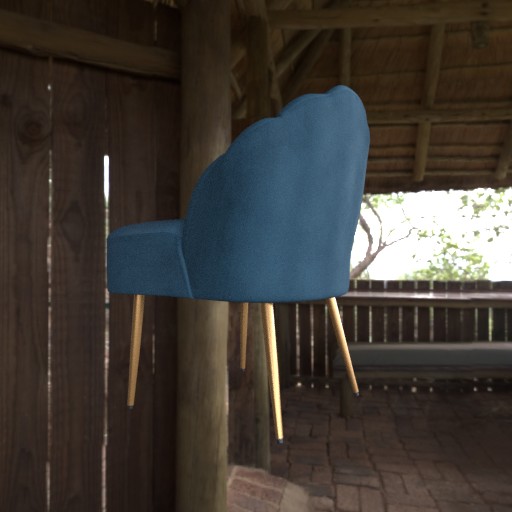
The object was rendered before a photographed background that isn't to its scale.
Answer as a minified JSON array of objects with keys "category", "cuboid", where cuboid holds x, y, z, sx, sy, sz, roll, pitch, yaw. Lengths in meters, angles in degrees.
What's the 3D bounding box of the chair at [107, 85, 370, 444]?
[{"category":"chair","cuboid":[0.000,0.000,1.256,0.599,0.819,0.657,0,-1,35]}]
